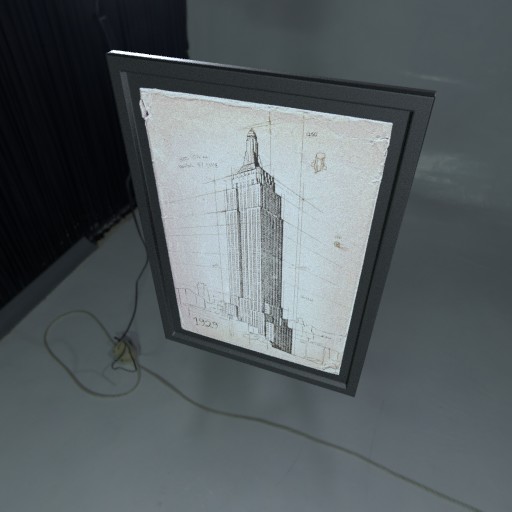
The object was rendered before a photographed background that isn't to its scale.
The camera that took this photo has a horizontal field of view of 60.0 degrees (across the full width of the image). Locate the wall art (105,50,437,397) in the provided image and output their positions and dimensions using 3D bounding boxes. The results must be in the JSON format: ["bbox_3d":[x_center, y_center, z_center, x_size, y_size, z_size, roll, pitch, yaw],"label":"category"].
[{"bbox_3d":[0.000,0.000,0.531,0.303,0.431,0.013,14,43,15],"label":"wall art"}]
